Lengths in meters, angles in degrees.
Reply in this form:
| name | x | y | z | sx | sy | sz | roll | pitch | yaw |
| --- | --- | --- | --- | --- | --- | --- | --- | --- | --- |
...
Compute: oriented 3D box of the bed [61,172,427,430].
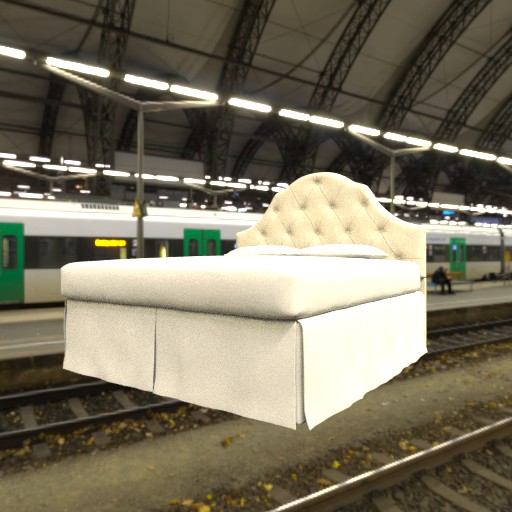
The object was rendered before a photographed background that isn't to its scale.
| name | x | y | z | sx | sy | sz | roll | pitch | yaw |
| --- | --- | --- | --- | --- | --- | --- | --- | --- | --- |
| bed | 0.000 | 0.000 | 3.332 | 2.012 | 1.555 | 2.086 | 0 | 0 | 36 |
